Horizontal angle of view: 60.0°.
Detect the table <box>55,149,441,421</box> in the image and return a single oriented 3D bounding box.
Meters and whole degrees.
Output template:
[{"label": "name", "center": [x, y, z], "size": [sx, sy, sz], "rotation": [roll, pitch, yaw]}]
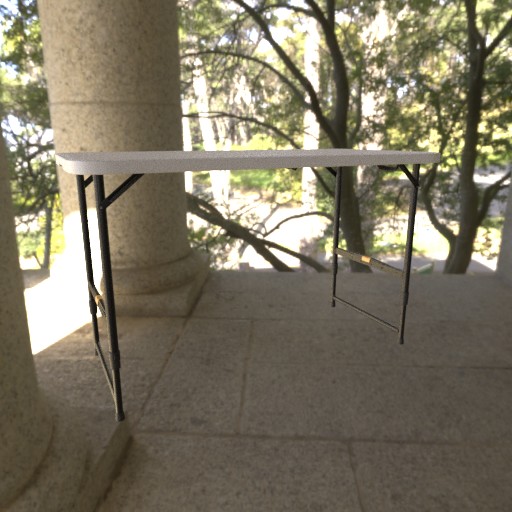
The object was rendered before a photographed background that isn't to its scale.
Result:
[{"label": "table", "center": [0.000, 0.000, 1.620], "size": [1.245, 0.737, 0.611], "rotation": [-7, 17, -26]}]
